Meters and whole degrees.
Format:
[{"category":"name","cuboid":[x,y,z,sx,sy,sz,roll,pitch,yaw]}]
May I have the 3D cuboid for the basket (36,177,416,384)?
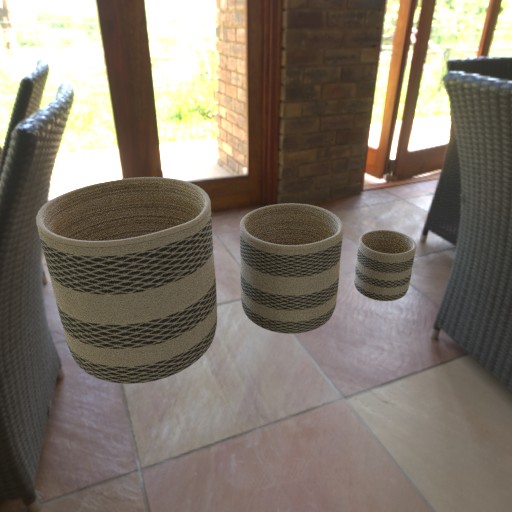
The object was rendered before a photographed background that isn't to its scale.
[{"category":"basket","cuboid":[0.000,0.000,1.085,0.917,0.356,0.351,-10,30,-17]}]
